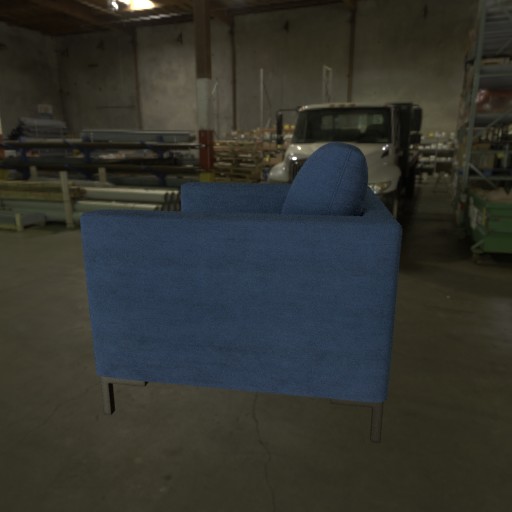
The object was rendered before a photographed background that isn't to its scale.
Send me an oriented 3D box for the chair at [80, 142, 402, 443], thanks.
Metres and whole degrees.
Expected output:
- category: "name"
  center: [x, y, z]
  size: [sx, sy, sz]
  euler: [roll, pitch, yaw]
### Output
- category: "chair"
  center: [0.000, 0.000, 1.629]
  size: [0.875, 0.812, 0.964]
  euler: [2, 15, 9]
